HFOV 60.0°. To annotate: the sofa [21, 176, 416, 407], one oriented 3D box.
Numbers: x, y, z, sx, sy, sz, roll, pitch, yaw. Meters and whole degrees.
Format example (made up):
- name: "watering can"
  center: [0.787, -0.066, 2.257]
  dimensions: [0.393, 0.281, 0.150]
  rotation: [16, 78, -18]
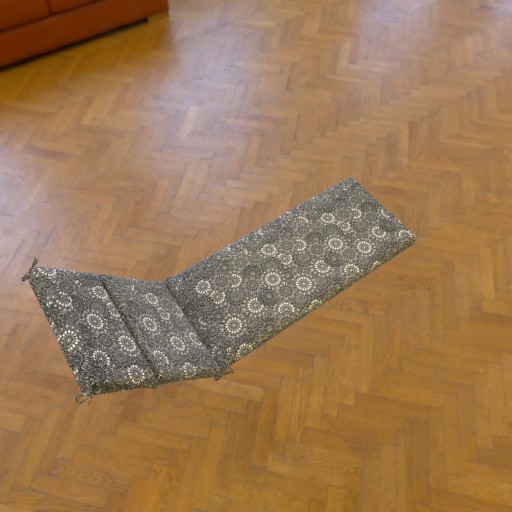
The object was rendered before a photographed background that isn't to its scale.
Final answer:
- name: "sofa"
  center: [0.000, 0.000, 1.921]
  dimensions: [1.663, 0.622, 0.582]
  rotation: [-30, 63, -17]
